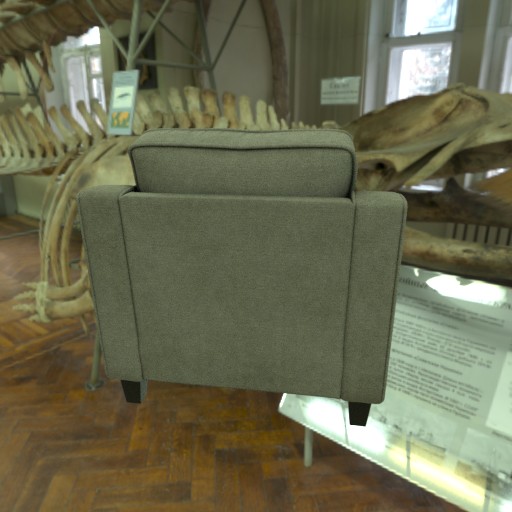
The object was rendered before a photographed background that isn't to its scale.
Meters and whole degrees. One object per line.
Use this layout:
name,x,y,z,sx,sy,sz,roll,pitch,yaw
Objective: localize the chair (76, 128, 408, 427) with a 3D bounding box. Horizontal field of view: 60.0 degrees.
chair,0.000,0.000,1.684,0.926,0.944,0.840,3,18,9
